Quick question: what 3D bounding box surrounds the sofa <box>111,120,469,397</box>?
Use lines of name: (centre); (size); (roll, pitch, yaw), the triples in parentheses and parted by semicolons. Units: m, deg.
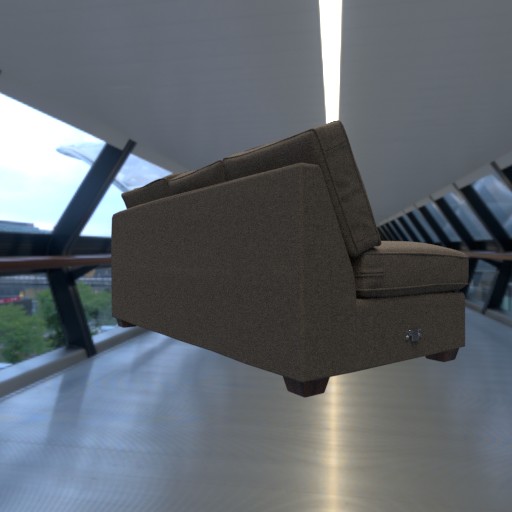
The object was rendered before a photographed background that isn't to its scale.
sofa: (0.000, 0.000, 2.497); (1.034, 0.946, 1.963); (0, 0, -36)
